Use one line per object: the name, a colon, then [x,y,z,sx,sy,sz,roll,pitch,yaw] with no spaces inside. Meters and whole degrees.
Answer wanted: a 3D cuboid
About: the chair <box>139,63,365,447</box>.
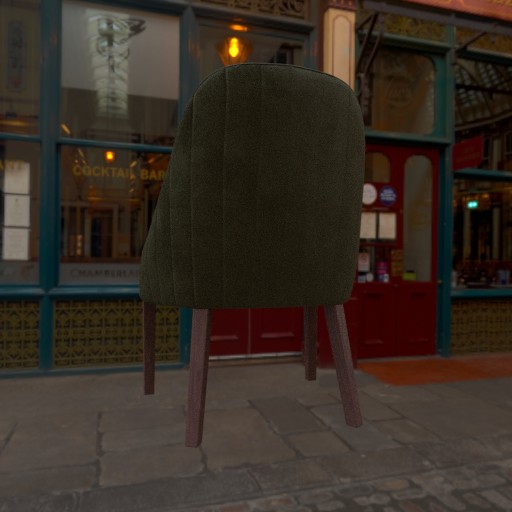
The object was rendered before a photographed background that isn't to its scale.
chair: [0.000,0.000,1.287,0.643,0.889,0.575,0,-1,-17]
